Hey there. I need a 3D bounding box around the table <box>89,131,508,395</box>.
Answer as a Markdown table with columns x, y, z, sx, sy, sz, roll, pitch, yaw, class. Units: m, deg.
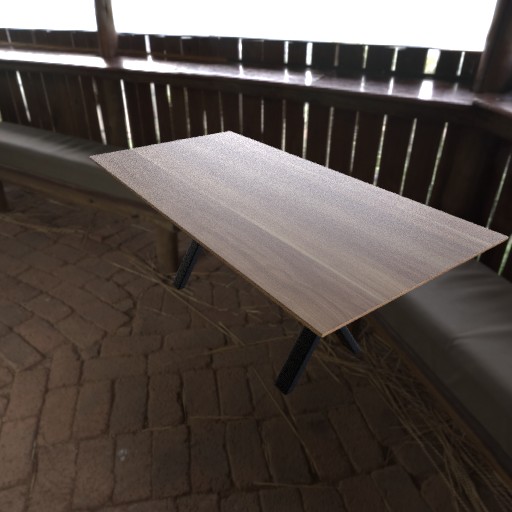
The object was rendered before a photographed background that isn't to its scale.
| x | y | z | sx | sy | sz | roll | pitch | yaw | class |
| --- | --- | --- | --- | --- | --- | --- | --- | --- | --- |
| 0.000 | 0.000 | 2.379 | 1.000 | 0.770 | 2.000 | -20 | 36 | -31 | table |
